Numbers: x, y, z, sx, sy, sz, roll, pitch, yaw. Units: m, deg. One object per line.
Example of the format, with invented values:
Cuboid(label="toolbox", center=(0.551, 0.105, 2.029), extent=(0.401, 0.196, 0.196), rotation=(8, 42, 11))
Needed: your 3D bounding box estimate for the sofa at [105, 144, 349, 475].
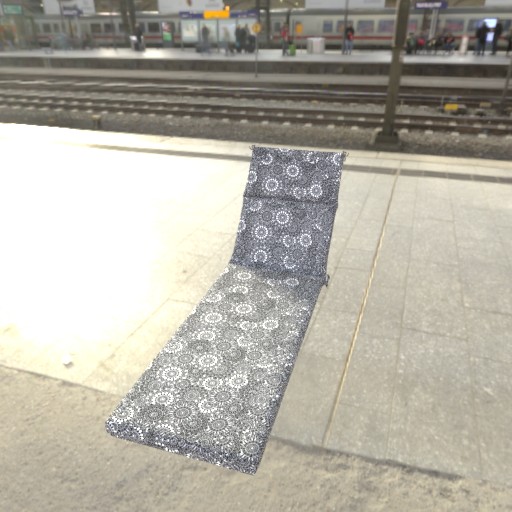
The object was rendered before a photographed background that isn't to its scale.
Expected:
Cuboid(label="sofa", center=(0.000, 0.000, 1.952), extent=(0.582, 0.622, 1.663), rotation=(8, 28, 15))
